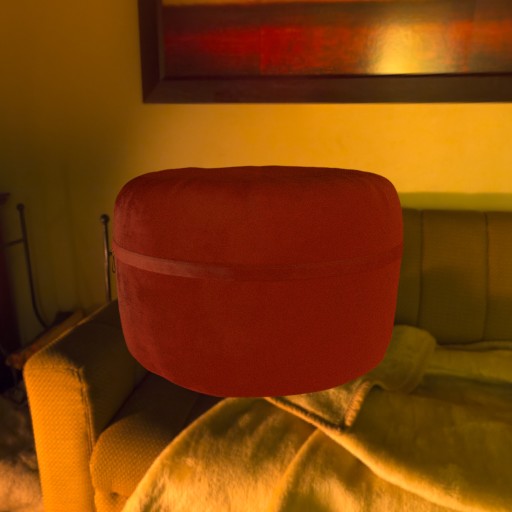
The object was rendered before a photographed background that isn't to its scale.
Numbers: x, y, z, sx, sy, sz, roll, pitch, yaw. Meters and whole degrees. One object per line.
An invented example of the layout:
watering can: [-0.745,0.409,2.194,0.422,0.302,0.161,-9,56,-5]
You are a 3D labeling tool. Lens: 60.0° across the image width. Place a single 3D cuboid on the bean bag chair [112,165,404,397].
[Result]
bean bag chair: [0.000,0.000,1.948,1.219,0.762,1.219,0,13,0]
